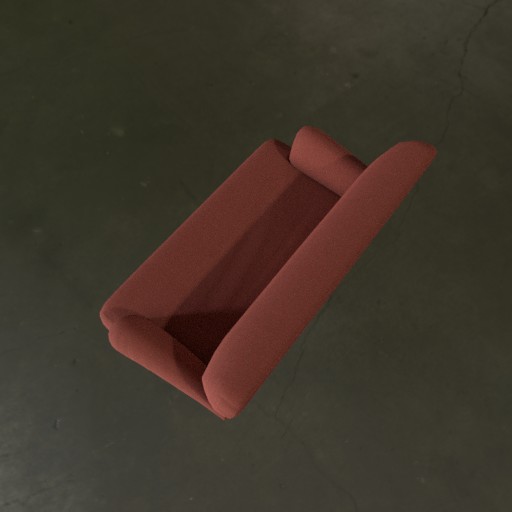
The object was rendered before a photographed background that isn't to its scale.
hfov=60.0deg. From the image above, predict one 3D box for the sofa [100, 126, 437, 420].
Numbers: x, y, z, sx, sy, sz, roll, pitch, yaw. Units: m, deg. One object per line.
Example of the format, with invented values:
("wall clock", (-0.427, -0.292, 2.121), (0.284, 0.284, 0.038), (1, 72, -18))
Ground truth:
("sofa", (0.000, 0.000, 1.881), (0.779, 0.889, 1.297), (35, 69, 16))
